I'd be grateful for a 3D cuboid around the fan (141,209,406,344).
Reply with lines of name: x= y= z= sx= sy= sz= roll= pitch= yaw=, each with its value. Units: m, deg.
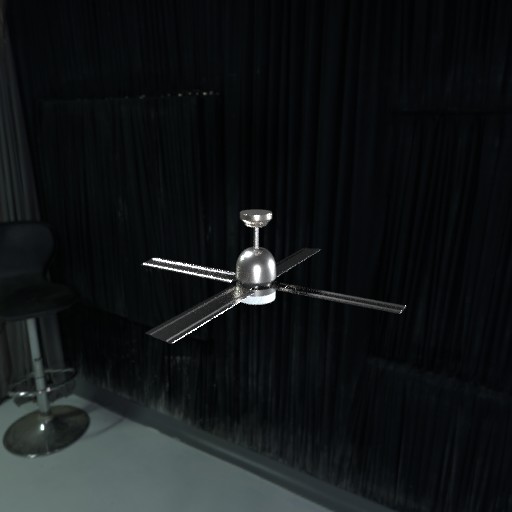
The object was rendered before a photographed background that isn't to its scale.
fan: x=0.000 y=0.000 z=2.040 sx=1.346 sy=0.406 sz=1.346 roll=9 pitch=18 yaw=27
